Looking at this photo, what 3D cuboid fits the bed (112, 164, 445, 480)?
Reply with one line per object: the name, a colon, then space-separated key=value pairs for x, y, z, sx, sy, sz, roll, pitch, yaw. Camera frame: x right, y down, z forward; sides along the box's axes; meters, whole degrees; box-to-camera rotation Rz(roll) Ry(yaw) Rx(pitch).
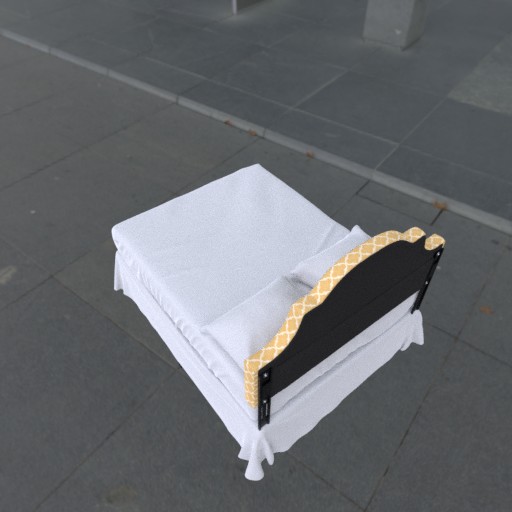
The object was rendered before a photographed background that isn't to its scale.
bed: x=0.000 y=0.000 z=3.378 sx=1.780 sy=1.633 sz=2.222 roll=-29 pitch=52 yaw=-25
